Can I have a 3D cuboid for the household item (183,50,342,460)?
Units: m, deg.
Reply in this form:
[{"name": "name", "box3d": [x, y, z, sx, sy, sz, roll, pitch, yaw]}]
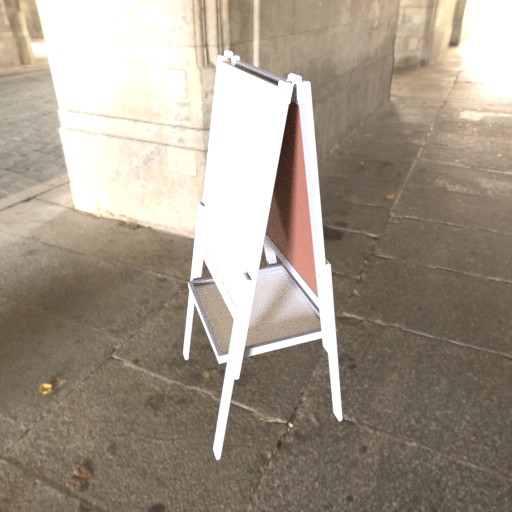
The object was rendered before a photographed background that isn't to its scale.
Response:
[{"name": "household item", "box3d": [0.000, 0.000, 1.443, 0.469, 1.172, 0.531, -10, 32, -17]}]
